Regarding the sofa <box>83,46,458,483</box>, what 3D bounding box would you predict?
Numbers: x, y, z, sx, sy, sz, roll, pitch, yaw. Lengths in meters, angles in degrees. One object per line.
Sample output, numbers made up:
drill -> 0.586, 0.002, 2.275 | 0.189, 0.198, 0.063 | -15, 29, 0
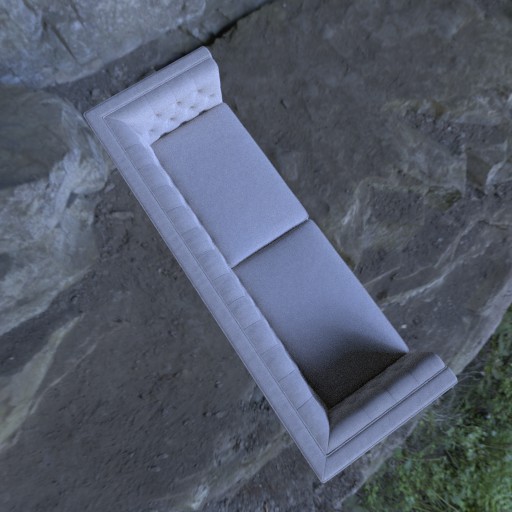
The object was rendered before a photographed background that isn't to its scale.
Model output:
sofa -> 0.000, 0.000, 2.533 | 0.775, 0.762, 2.159 | -33, 78, -8
